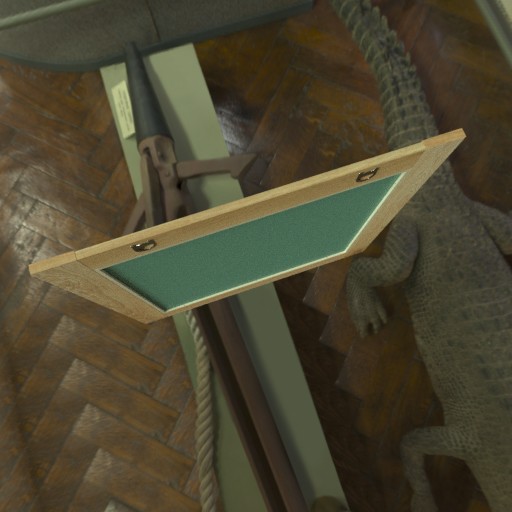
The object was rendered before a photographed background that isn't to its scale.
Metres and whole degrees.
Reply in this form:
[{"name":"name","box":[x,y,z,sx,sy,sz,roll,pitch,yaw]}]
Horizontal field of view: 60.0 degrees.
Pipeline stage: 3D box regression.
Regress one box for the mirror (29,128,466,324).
[{"name":"mirror","box":[0.000,0.000,1.161,0.800,0.800,0.020,-18,76,-5]}]
